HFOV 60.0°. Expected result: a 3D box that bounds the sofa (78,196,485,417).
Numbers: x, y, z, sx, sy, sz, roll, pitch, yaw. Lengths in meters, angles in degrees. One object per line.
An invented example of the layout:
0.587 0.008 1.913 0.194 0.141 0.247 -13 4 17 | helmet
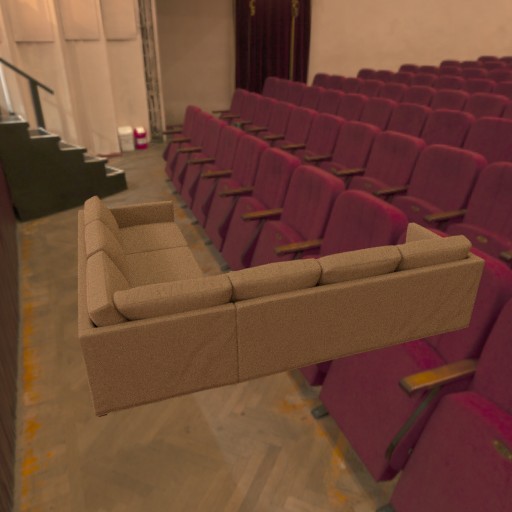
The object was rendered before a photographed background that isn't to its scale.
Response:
0.000 0.000 4.307 3.182 0.871 2.432 -9 27 -18 | sofa
